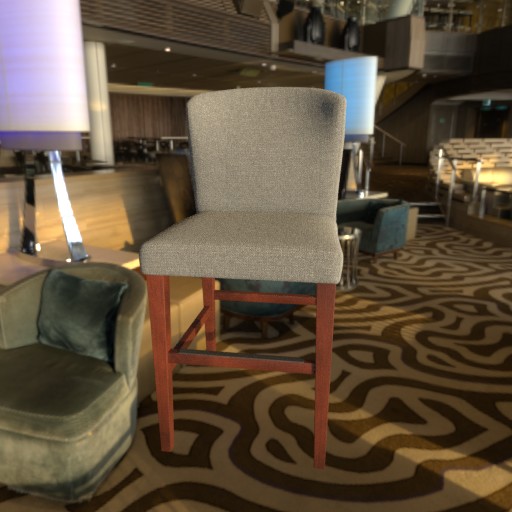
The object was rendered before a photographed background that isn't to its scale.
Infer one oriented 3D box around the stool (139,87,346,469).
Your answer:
[{"bbox_3d":[0.000,0.000,1.278,0.479,0.968,0.568,2,15,9],"label":"stool"}]
